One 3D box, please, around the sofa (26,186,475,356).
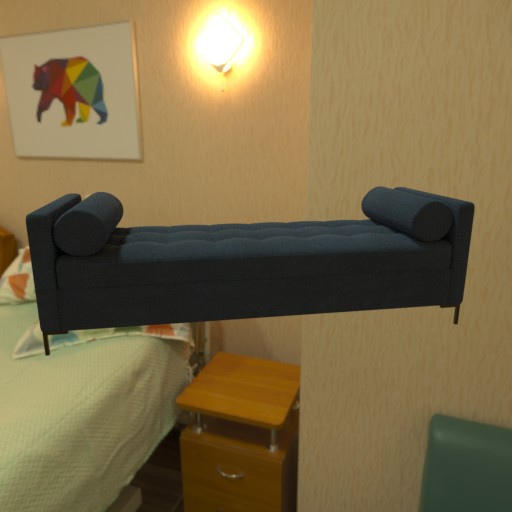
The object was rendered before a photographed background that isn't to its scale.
[{"bbox_3d":[0.000,0.000,2.315,1.981,0.635,0.686,-3,15,-9],"label":"sofa"}]
